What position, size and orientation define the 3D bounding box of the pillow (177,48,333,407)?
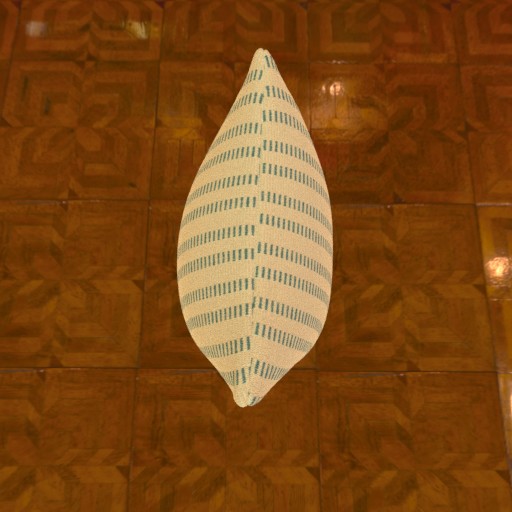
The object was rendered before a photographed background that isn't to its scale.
[{"bbox_3d":[0.000,0.000,0.700,0.247,0.419,0.438,2,75,1],"label":"pillow"}]
